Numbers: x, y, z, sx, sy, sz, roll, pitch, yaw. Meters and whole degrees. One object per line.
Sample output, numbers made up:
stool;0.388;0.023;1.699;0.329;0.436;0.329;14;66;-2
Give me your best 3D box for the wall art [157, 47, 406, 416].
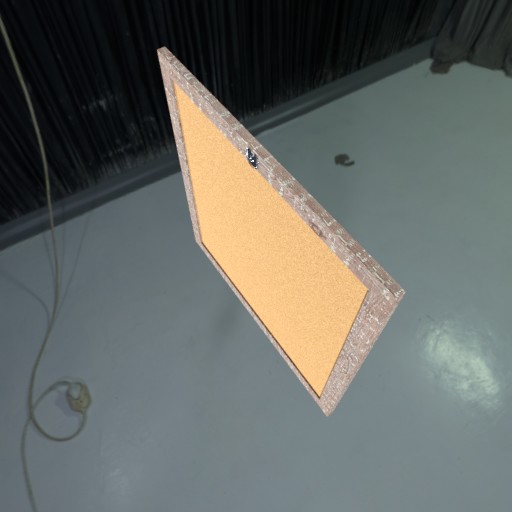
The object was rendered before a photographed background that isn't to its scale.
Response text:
wall art;0.000;0.000;0.582;0.012;0.384;0.384;-30;62;-18
